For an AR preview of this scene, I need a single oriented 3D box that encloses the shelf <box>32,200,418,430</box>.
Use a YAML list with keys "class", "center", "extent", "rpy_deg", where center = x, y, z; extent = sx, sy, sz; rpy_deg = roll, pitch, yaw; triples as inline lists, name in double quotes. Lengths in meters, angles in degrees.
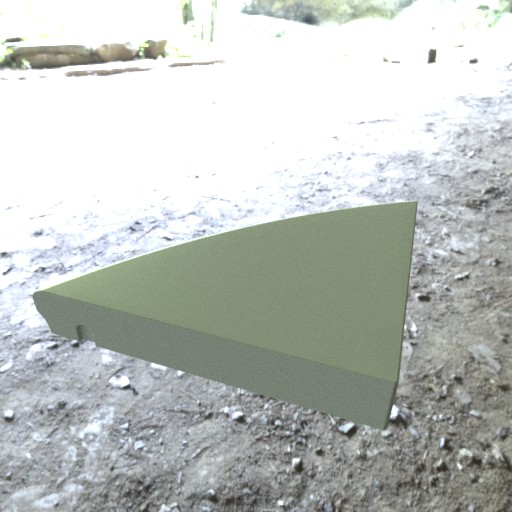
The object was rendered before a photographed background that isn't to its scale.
- class: "shelf"
  center: [0.000, 0.000, 0.474]
  extent: [0.310, 0.050, 0.310]
  rpy_deg: [11, 34, 16]
